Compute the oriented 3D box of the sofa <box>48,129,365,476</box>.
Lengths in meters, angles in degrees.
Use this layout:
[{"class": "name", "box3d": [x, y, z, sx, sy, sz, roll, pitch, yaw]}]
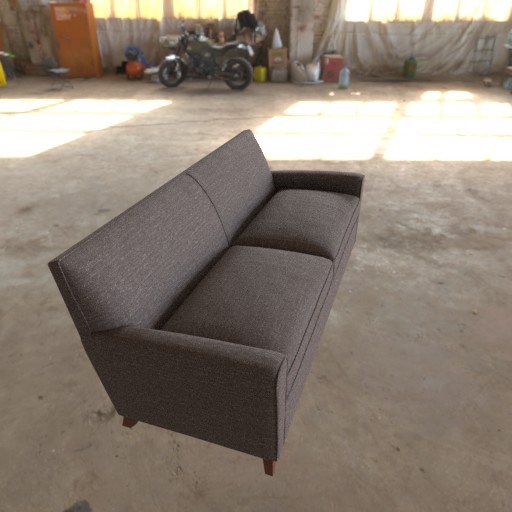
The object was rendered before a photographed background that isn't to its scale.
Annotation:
[{"class": "sofa", "box3d": [0.000, 0.000, 2.400, 0.875, 0.846, 1.976, 10, 32, 17]}]
